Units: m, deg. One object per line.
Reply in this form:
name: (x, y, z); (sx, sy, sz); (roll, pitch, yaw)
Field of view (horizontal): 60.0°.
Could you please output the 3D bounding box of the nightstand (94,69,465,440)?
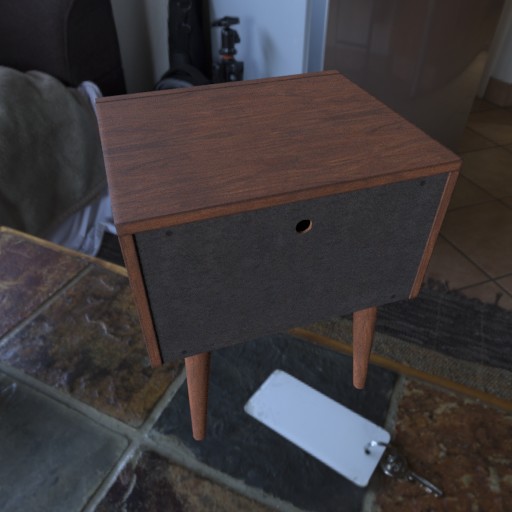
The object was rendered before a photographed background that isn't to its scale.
nightstand: (0.000, 0.000, 0.968); (0.521, 0.607, 0.445); (-12, 42, -14)
